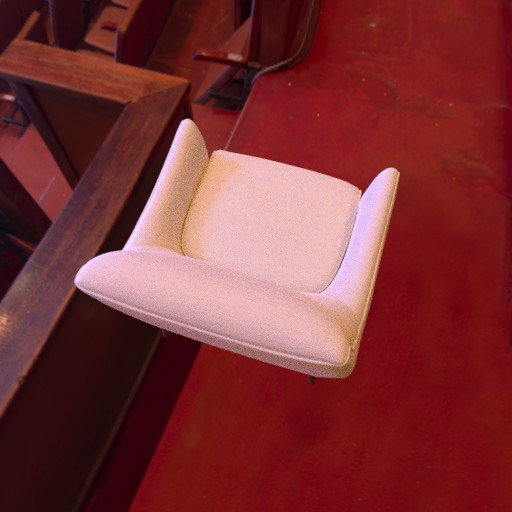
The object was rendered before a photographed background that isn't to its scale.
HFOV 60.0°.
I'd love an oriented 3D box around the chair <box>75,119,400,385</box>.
[{"bbox_3d":[0.000,0.000,1.438,0.762,0.838,0.787,16,64,8],"label":"chair"}]
